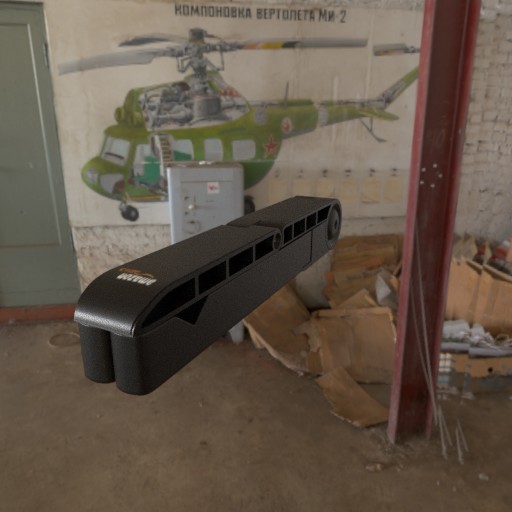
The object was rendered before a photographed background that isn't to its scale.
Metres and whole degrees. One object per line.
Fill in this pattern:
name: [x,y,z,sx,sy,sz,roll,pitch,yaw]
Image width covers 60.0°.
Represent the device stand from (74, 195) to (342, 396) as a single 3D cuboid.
device stand: [0.000,0.000,0.195,0.026,0.030,0.179,9,20,26]
